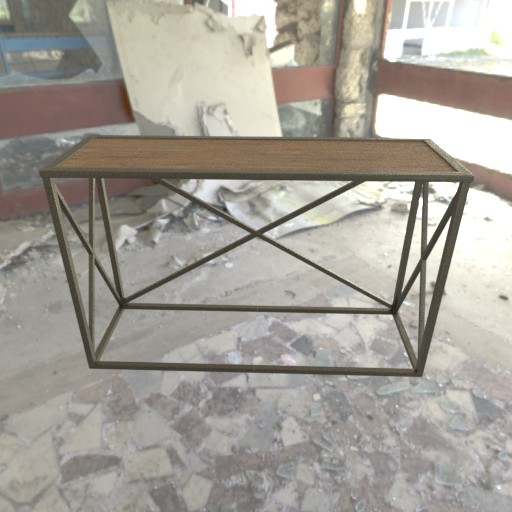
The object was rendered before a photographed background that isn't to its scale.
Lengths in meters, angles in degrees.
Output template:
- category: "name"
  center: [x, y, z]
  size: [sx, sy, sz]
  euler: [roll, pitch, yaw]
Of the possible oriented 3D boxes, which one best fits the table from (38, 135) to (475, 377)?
- category: "table"
  center: [0.000, 0.000, 1.590]
  size: [1.216, 0.753, 0.402]
  euler: [1, 29, 2]
